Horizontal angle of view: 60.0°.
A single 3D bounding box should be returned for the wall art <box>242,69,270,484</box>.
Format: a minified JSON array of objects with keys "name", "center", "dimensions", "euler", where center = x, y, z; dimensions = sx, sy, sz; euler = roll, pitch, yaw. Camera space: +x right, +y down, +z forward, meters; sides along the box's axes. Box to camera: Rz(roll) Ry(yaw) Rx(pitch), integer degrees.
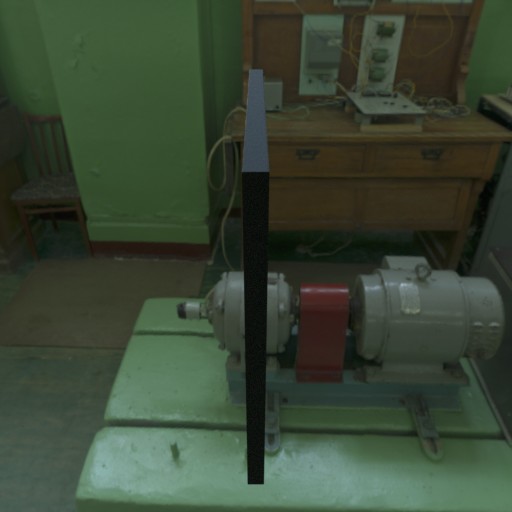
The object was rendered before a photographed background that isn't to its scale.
[{"name":"wall art","center":[0.000,0.000,1.135],"dimensions":[0.038,0.762,0.762],"euler":[0,33,0]}]
